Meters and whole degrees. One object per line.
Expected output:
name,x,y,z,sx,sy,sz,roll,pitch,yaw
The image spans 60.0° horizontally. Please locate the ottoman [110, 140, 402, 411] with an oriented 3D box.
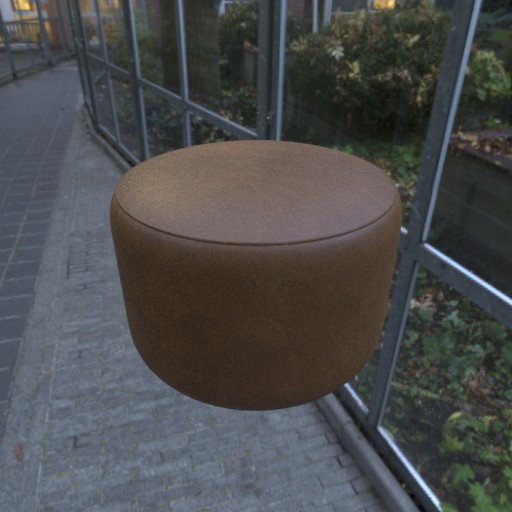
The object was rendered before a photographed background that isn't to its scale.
ottoman,0.000,0.000,1.022,0.607,0.438,0.607,0,30,0
